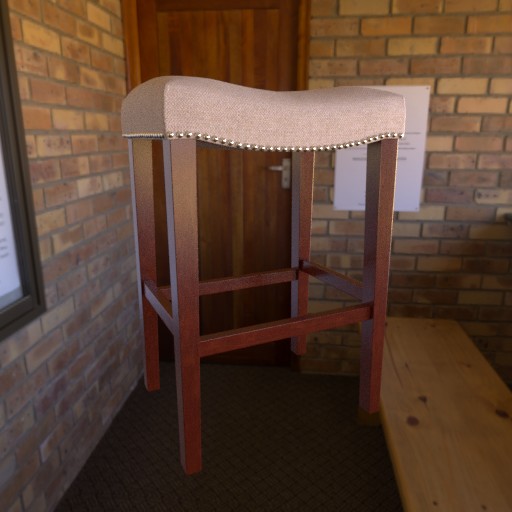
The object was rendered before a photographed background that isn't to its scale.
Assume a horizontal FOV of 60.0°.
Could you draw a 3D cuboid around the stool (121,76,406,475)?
[{"bbox_3d":[0.000,0.000,1.023,0.504,0.742,0.372,-7,17,-25],"label":"stool"}]
